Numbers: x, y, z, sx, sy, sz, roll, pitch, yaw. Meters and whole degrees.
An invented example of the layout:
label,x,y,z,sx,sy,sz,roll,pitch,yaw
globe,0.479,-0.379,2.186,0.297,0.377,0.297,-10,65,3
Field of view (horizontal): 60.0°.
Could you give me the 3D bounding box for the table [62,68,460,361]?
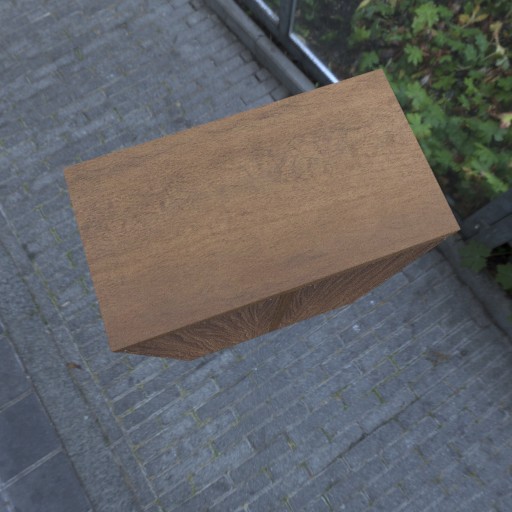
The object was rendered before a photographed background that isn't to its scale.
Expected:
label,x,y,z,sx,sy,sz,roll,pitch,yaw
table,0.000,0.000,1.759,0.901,1.294,0.524,-19,76,-5
